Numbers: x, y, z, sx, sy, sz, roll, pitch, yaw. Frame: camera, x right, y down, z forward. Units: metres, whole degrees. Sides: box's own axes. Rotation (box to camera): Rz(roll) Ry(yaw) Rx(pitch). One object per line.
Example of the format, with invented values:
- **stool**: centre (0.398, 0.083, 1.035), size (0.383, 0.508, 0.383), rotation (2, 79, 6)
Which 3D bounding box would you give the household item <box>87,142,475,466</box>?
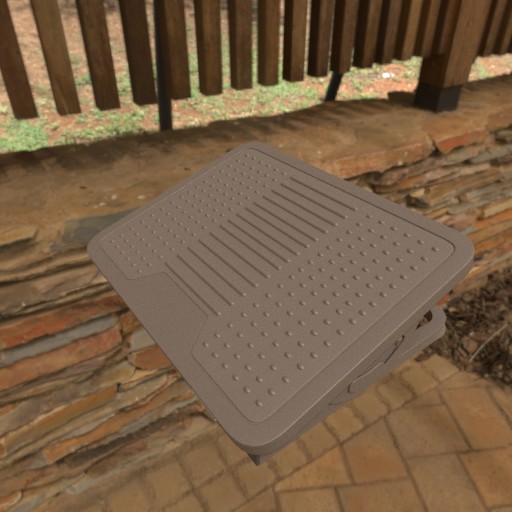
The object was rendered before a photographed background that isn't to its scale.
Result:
- **household item**: centre (0.000, 0.000, 0.527), size (0.301, 0.126, 0.390), rotation (-22, 40, -30)
